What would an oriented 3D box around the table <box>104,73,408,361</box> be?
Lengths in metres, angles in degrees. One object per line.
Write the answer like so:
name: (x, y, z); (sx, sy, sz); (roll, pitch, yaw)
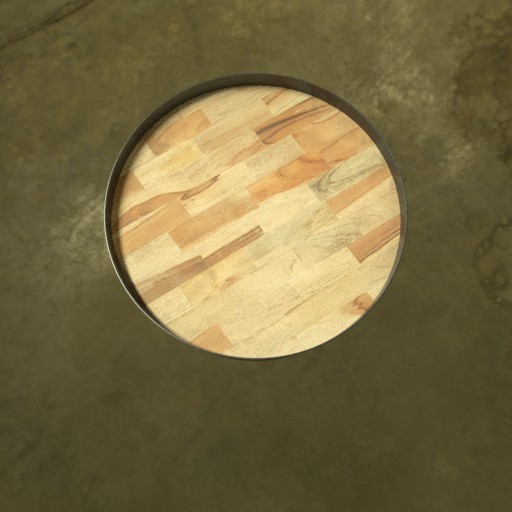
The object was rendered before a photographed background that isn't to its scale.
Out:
table: (0.000, 0.000, 0.865); (0.406, 0.559, 0.406); (0, 76, 0)
